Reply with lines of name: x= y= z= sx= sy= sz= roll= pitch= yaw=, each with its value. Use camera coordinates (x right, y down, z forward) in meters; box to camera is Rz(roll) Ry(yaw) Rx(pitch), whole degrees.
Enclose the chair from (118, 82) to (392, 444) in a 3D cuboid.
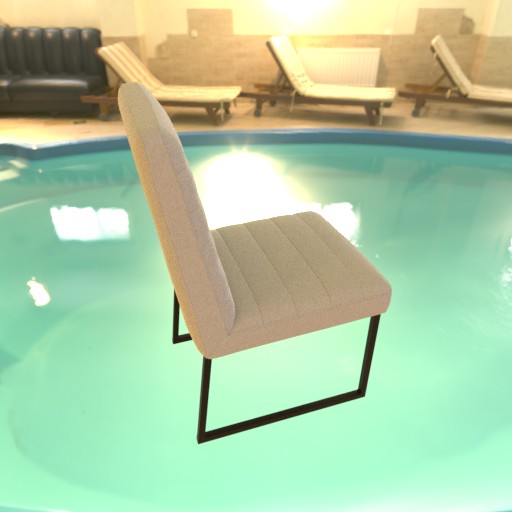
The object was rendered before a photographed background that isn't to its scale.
chair: x=0.000 y=0.000 z=1.309 sx=0.634 sy=0.930 sz=0.520 roll=-10 pitch=33 yaw=-16
